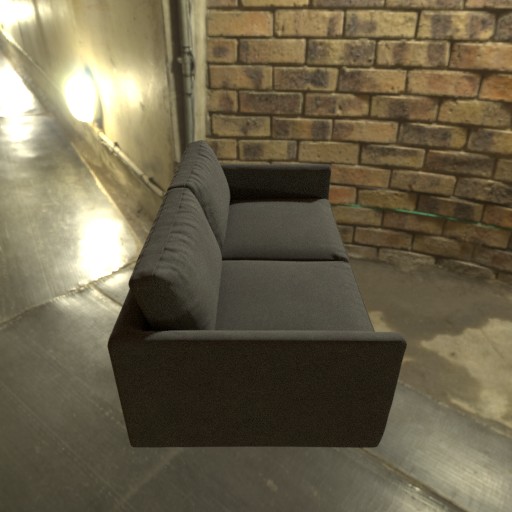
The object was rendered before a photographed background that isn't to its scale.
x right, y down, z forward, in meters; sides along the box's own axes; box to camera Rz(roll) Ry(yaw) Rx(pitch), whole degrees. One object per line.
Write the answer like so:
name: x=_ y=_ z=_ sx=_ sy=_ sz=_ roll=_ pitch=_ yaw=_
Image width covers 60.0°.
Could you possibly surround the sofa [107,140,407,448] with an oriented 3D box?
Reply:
sofa: x=0.000 y=0.000 z=2.504 sx=1.091 sy=0.845 sz=1.909 roll=0 pitch=31 yaw=0
